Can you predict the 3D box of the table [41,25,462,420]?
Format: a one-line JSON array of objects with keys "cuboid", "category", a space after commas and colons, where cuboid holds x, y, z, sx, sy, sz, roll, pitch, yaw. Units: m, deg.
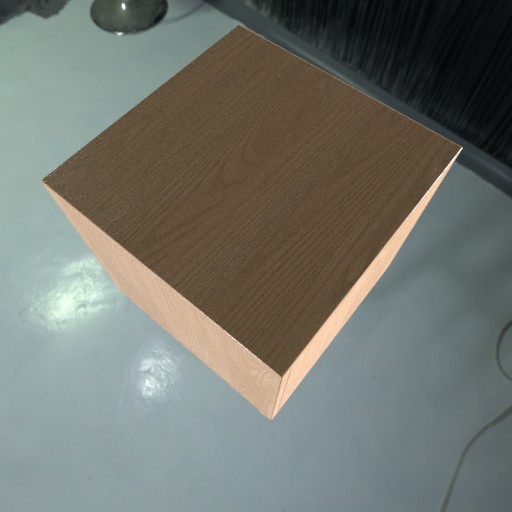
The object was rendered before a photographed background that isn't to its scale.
[{"cuboid": [0.000, 0.000, 0.836, 0.400, 0.550, 0.400, 36, 69, 17], "category": "table"}]
